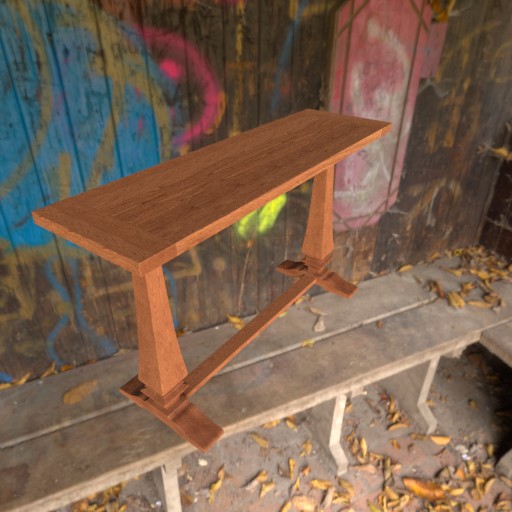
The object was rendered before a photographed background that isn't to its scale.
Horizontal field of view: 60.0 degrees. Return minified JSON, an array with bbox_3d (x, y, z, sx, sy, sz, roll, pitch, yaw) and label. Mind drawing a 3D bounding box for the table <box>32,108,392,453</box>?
[{"bbox_3d":[0.000,0.000,1.842,0.461,0.852,1.478,21,38,31],"label":"table"}]
